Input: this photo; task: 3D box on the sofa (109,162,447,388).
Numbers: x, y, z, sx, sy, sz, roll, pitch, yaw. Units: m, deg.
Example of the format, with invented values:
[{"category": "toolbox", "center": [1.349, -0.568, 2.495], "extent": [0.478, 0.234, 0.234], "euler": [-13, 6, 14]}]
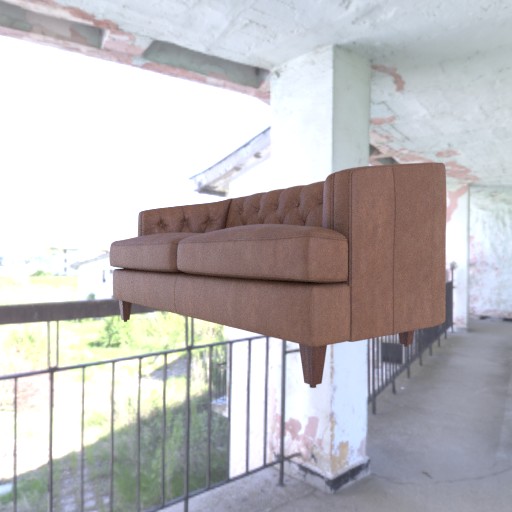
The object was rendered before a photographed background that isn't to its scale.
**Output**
[{"category": "sofa", "center": [0.000, 0.000, 2.213], "extent": [0.914, 0.786, 1.755], "euler": [0, 0, -36]}]
